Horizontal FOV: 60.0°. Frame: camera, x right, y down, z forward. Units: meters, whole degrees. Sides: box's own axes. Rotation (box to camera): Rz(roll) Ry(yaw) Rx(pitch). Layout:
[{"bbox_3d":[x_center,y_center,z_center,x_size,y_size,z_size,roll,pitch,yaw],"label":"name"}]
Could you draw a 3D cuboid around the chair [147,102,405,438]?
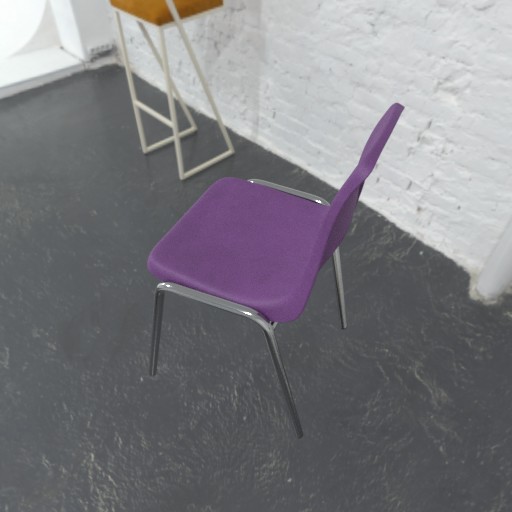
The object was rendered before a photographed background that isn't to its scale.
[{"bbox_3d":[0.000,0.000,0.939,0.432,0.704,0.381,19,48,18],"label":"chair"}]
